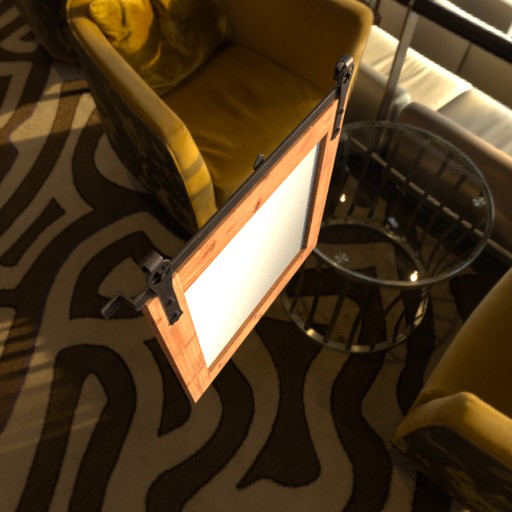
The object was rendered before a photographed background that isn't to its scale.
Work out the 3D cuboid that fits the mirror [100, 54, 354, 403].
[{"bbox_3d":[0.000,0.000,1.176,0.054,0.800,0.805,31,64,18],"label":"mirror"}]
